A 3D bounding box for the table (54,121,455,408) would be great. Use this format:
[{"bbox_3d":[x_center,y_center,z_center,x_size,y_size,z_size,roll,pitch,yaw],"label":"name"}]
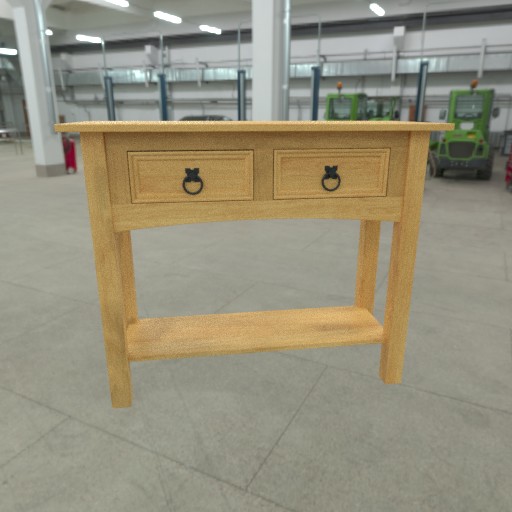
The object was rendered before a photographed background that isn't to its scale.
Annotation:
[{"bbox_3d":[0.000,0.000,1.256,0.900,0.728,0.340,-3,18,-8],"label":"table"}]
